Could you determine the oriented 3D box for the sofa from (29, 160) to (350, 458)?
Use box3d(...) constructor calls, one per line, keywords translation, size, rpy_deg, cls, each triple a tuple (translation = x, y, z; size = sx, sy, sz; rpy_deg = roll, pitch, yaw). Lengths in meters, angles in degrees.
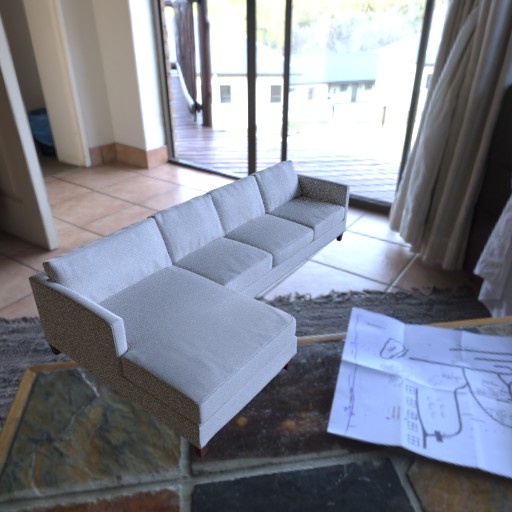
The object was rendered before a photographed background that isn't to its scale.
box3d(translation=(0.000, 0.000, 3.900), size=(1.625, 0.861, 3.186), rpy_deg=(19, 34, 32), cls="sofa")
